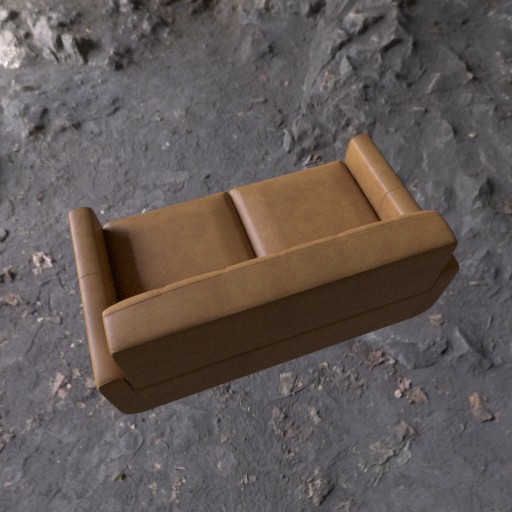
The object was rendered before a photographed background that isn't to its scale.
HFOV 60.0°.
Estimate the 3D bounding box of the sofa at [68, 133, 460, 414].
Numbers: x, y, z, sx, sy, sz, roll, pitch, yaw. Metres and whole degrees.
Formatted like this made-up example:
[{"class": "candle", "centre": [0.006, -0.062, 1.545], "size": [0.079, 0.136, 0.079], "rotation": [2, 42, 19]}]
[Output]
[{"class": "sofa", "centre": [0.000, 0.000, 2.232], "size": [1.651, 0.925, 0.952], "rotation": [-17, 59, -10]}]
